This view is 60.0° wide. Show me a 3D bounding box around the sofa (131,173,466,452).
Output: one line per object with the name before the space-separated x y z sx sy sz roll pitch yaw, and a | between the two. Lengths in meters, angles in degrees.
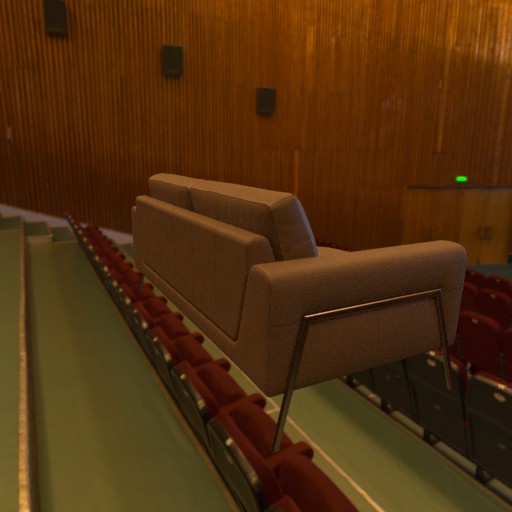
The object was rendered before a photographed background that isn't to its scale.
sofa | 0.000 0.000 2.512 0.953 0.875 2.017 -7 15 -27
